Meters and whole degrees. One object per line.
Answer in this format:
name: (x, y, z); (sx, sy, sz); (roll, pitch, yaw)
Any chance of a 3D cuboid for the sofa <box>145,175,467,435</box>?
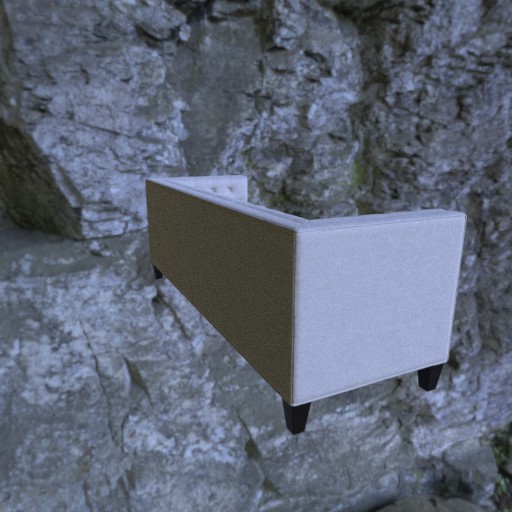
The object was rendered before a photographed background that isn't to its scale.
sofa: (0.000, 0.000, 2.571); (0.775, 0.762, 2.159); (-7, 16, -25)
